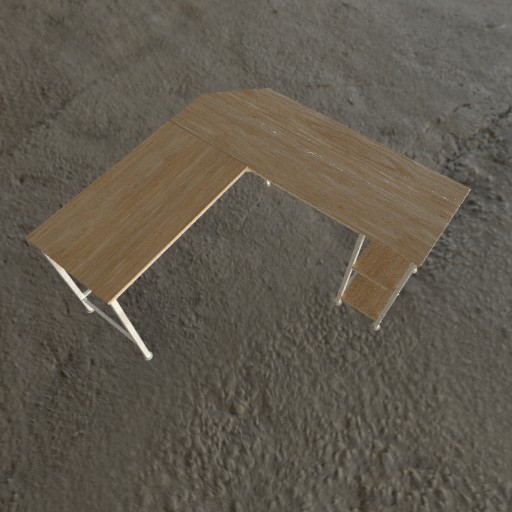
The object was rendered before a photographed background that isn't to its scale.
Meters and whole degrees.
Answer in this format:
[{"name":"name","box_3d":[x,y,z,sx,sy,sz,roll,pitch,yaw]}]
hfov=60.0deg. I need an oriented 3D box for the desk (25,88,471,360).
[{"name":"desk","box_3d":[0.000,0.000,2.241,1.379,0.739,1.379,33,65,18]}]
